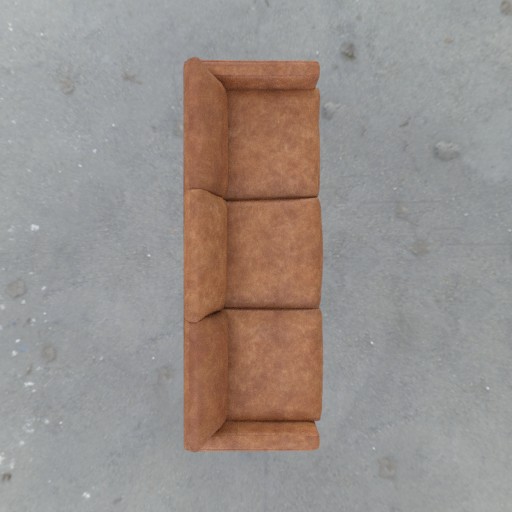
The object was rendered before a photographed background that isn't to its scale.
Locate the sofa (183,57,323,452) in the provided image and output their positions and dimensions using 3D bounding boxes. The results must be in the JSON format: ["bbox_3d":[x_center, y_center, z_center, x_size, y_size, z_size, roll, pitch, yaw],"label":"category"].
[{"bbox_3d":[0.000,0.000,2.453,0.748,0.863,2.029,0,90,-1],"label":"sofa"}]
